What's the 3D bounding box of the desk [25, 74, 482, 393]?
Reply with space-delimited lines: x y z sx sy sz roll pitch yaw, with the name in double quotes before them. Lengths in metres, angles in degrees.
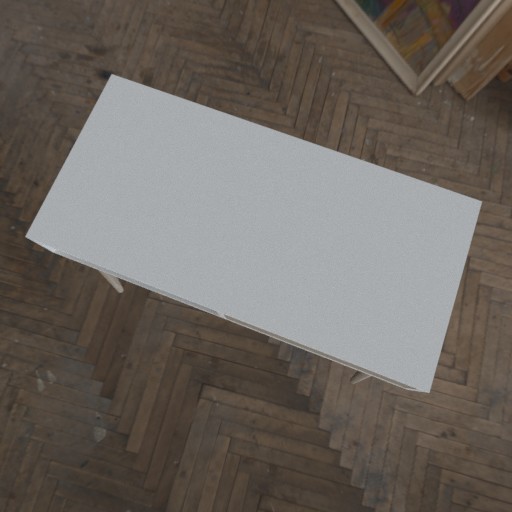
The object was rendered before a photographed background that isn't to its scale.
"desk" 0.000 0.000 1.400 0.979 0.723 0.491 20 77 5
